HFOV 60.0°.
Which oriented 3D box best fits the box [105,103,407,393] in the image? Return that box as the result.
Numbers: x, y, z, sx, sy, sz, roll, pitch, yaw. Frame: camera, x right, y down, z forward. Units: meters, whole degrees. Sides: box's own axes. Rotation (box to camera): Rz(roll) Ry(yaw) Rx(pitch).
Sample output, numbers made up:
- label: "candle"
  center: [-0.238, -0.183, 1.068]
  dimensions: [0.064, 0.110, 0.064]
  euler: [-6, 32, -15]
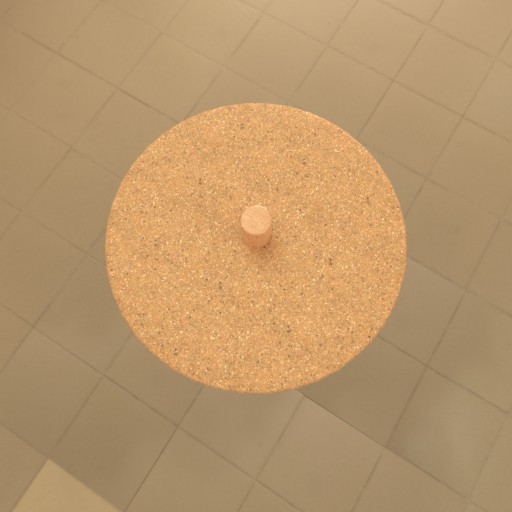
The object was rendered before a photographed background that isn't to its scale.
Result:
- label: "box"
  center: [0.000, 0.000, 0.185]
  dimensions: [0.107, 0.094, 0.107]
  euler: [0, 76, 0]
